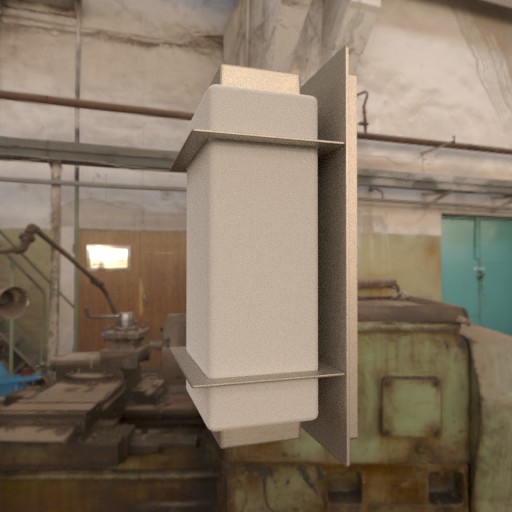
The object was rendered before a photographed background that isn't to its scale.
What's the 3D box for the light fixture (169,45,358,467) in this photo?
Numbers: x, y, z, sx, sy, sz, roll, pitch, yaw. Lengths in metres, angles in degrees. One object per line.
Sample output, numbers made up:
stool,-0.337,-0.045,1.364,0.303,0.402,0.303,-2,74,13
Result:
light fixture,0.000,0.000,0.460,0.160,0.380,0.168,0,-1,-17
